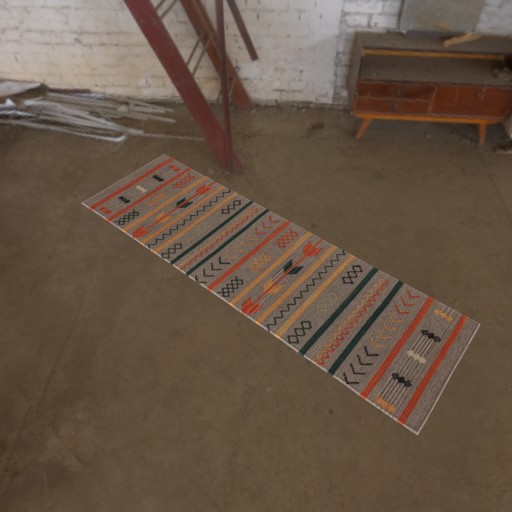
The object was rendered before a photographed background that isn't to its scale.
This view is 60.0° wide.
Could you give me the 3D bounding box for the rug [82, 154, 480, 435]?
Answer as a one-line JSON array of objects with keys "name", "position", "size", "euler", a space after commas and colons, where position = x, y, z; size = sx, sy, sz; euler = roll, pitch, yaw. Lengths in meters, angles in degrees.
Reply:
[{"name": "rug", "position": [0.000, 0.000, 2.629], "size": [2.419, 0.022, 0.744], "euler": [31, 54, 26]}]
